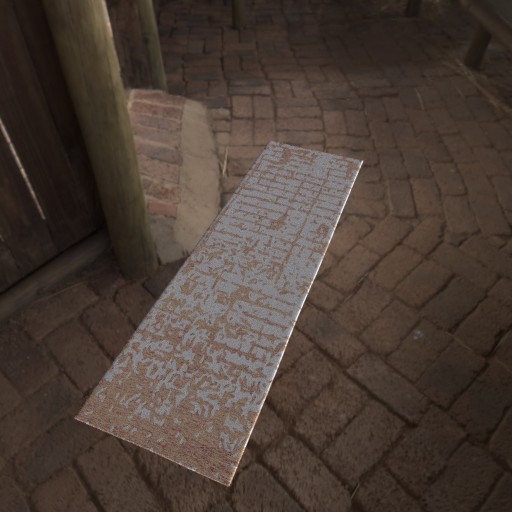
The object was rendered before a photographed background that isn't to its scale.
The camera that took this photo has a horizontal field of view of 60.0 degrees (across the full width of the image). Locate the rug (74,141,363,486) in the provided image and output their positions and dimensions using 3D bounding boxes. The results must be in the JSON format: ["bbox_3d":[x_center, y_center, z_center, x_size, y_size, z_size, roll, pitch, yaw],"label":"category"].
[{"bbox_3d":[0.000,0.000,2.637,0.750,0.011,2.435,16,48,15],"label":"rug"}]
